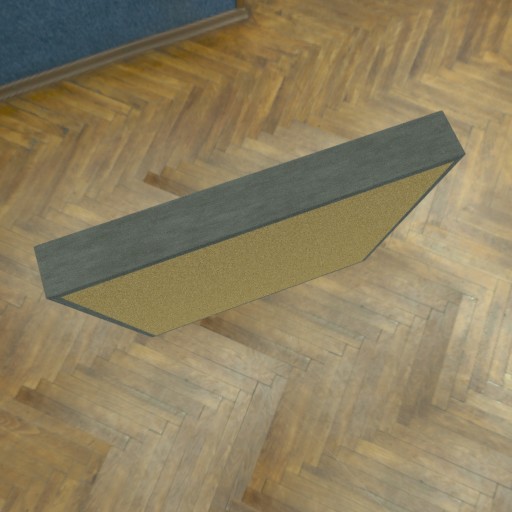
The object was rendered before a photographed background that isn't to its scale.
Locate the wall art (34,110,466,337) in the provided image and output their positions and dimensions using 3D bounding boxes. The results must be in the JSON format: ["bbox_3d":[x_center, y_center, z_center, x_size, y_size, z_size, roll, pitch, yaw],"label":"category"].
[{"bbox_3d":[0.000,0.000,0.450,0.303,0.302,0.038,-19,76,-5],"label":"wall art"}]
